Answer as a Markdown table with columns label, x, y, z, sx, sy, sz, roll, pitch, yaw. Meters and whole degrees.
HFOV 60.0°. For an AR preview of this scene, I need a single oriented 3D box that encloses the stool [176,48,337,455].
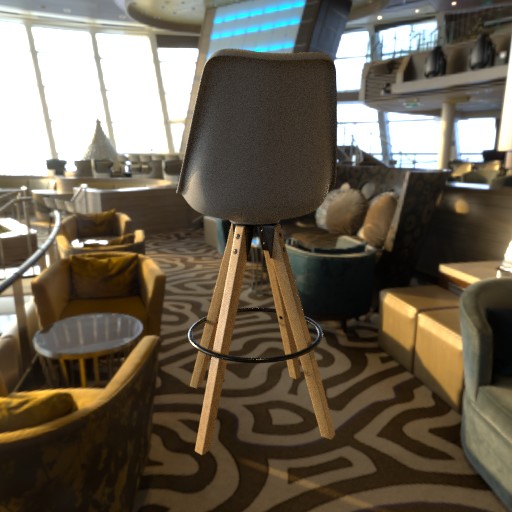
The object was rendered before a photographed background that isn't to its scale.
| label | x | y | z | sx | sy | sz | roll | pitch | yaw |
| --- | --- | --- | --- | --- | --- | --- | --- | --- | --- |
| stool | 0.000 | 0.000 | 1.418 | 0.485 | 1.115 | 0.550 | -2 | 13 | -10 |
